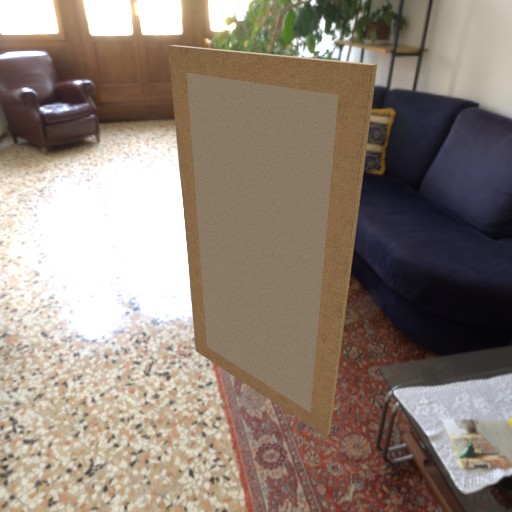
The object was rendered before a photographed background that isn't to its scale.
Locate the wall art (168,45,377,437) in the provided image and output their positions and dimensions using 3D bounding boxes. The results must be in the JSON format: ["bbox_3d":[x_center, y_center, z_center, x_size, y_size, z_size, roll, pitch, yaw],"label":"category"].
[{"bbox_3d":[0.000,0.000,0.818,0.381,0.683,0.013,23,38,34],"label":"wall art"}]
